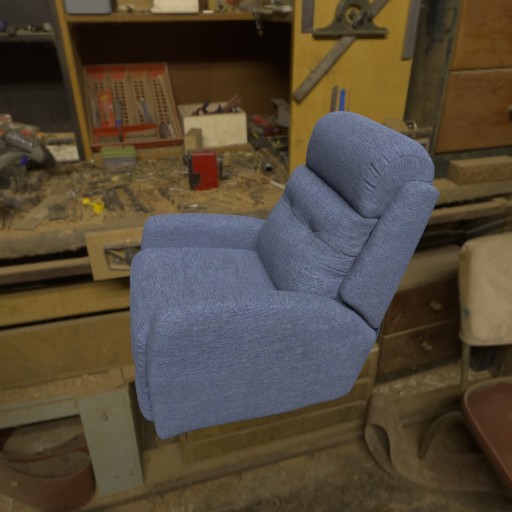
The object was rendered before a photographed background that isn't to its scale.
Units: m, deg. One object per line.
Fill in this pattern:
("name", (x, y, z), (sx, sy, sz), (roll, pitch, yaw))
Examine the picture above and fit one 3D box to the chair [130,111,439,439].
("chair", (0.000, 0.000, 1.747), (1.043, 1.013, 0.798), (-7, 31, -13))
